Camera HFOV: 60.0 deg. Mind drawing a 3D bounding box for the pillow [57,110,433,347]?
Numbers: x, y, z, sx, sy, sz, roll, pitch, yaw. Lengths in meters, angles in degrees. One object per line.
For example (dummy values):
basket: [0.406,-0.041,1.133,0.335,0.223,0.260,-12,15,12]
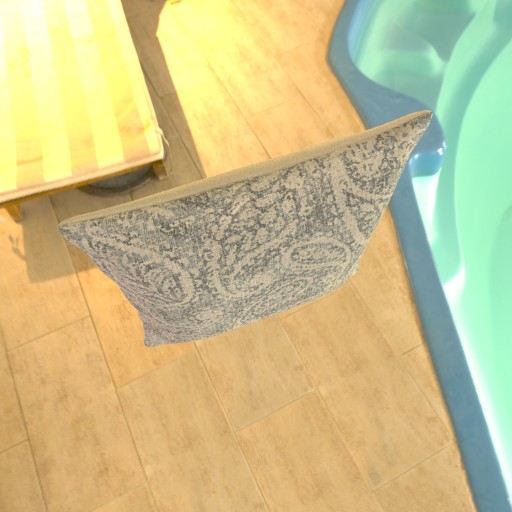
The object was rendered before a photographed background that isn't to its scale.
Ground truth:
pillow: [0.000,0.000,0.795,0.523,0.510,0.166,-19,65,-9]
